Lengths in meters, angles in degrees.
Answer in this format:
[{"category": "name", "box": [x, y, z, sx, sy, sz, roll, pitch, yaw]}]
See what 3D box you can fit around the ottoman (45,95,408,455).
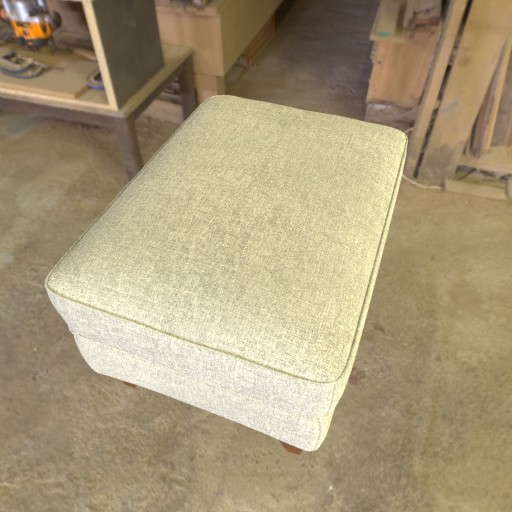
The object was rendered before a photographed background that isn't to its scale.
[{"category": "ottoman", "box": [0.000, 0.000, 1.267, 0.661, 0.561, 0.889, 16, 50, 14]}]
